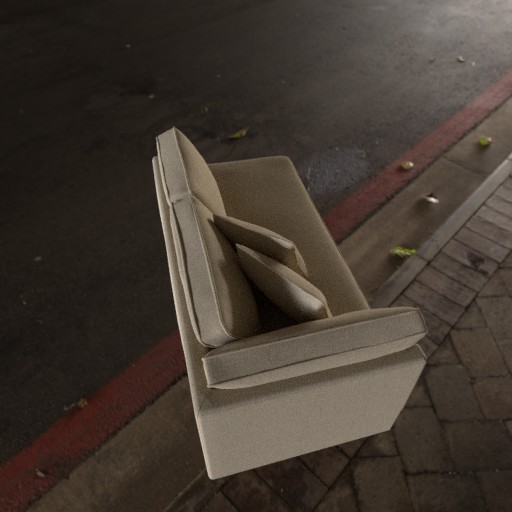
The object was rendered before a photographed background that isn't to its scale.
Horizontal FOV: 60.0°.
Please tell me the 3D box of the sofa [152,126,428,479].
[{"bbox_3d":[0.000,0.000,2.857,1.110,1.033,2.237,-10,46,-10],"label":"sofa"}]
